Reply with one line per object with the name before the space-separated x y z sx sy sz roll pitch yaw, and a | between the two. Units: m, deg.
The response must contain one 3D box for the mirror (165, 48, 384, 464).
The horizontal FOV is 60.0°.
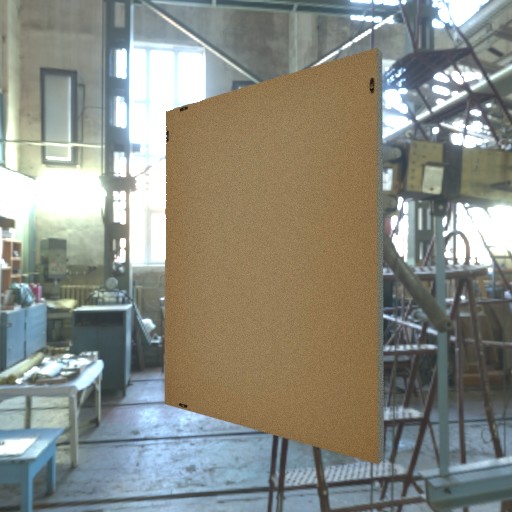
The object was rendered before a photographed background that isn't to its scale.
mirror | 0.000 0.000 1.319 0.762 1.016 0.040 -1 -1 37
